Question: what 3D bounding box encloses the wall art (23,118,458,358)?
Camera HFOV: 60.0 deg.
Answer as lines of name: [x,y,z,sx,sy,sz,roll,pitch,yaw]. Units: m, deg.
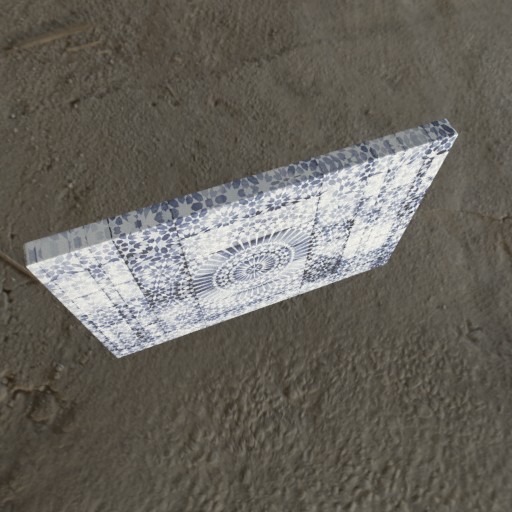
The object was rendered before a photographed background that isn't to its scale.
wall art: [0.000,0.000,1.156,0.911,0.608,0.057,-18,63,-10]
